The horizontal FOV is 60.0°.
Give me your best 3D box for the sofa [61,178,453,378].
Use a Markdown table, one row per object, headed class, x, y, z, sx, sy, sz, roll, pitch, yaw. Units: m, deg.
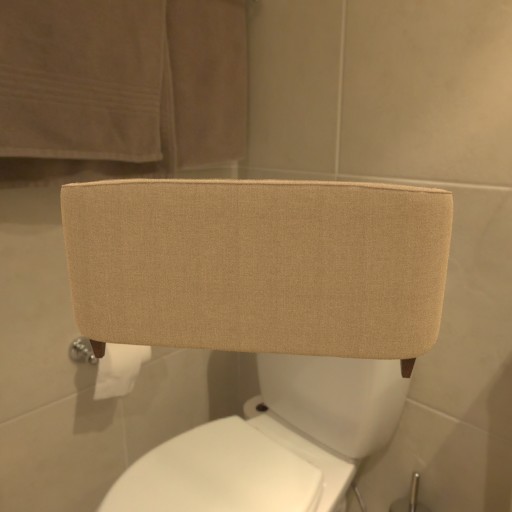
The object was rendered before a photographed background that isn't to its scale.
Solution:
| class | x | y | z | sx | sy | sz | roll | pitch | yaw |
| --- | --- | --- | --- | --- | --- | --- | --- | --- | --- |
| sofa | 0.000 | 0.000 | 2.260 | 1.733 | 0.855 | 0.941 | 2 | 16 | 7 |
